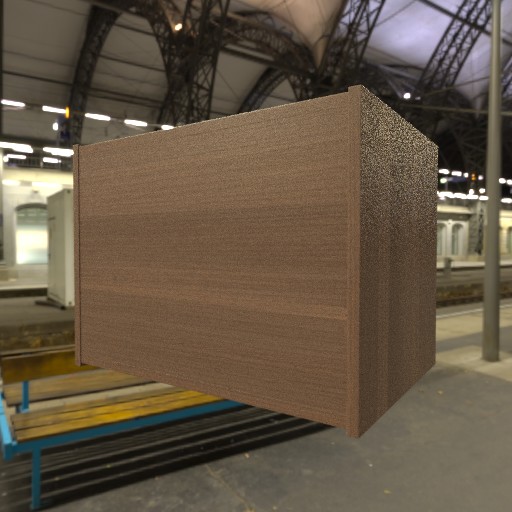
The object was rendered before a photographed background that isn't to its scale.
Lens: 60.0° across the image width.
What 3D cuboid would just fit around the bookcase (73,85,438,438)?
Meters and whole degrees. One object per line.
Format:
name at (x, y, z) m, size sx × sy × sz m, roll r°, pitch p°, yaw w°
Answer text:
bookcase at (0.000, 0.000, 0.618) m, size 0.415 × 0.305 × 0.290 m, roll 1°, pitch 2°, yaw 34°
